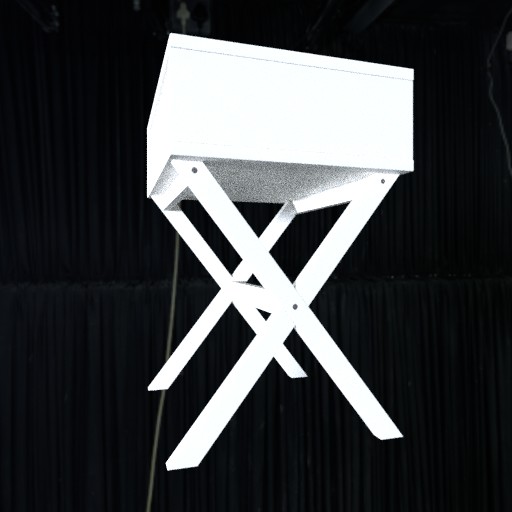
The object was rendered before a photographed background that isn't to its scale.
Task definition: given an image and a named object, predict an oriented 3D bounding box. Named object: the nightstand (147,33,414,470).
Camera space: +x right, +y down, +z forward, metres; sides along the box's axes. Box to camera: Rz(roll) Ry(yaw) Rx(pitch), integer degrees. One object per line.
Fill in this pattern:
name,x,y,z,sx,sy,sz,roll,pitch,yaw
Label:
nightstand,0.000,0.000,0.907,0.402,0.623,0.479,0,0,-17
